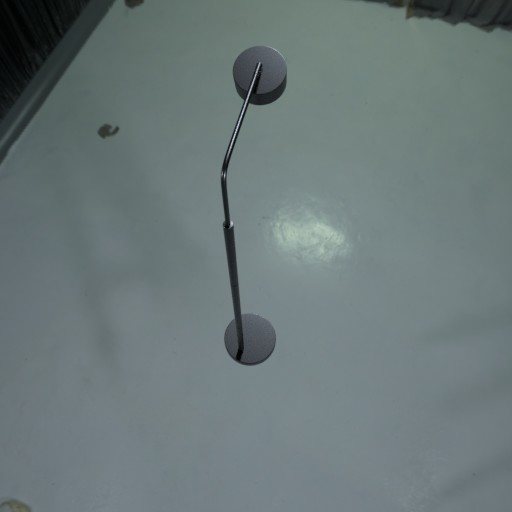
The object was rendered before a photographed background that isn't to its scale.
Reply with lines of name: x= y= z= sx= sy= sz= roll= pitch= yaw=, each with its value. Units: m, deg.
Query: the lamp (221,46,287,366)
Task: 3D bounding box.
lamp: x=0.000 y=0.000 z=1.416 sx=0.219 sy=1.230 sz=0.418 roll=13 pitch=64 yaw=7
